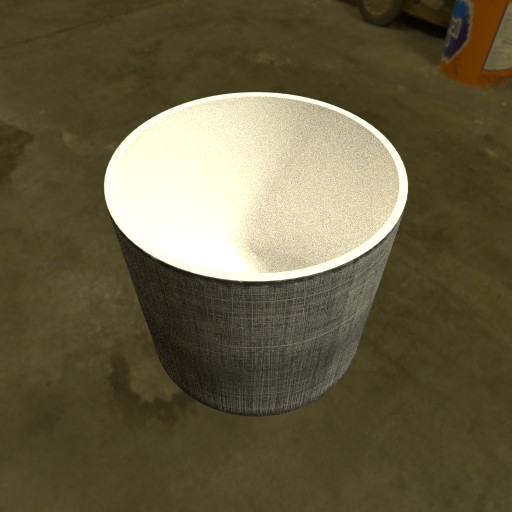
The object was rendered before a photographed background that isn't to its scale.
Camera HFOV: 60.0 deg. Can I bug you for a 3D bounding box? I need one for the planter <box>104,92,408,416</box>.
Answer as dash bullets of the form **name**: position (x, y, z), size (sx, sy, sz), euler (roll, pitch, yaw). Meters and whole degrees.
- **planter**: position (0.000, 0.000, 0.404), size (0.221, 0.201, 0.221), euler (0, 48, 0)
